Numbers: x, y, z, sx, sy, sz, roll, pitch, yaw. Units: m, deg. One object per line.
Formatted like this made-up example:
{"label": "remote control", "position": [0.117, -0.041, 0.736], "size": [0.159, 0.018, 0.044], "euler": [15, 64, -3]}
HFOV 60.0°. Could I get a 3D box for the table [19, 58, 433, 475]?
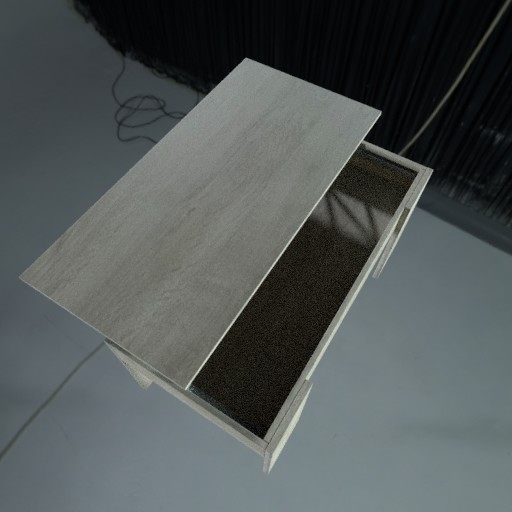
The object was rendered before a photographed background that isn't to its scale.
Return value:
{"label": "table", "position": [0.000, 0.000, 1.424], "size": [0.711, 0.570, 1.000], "euler": [28, 63, 16]}
